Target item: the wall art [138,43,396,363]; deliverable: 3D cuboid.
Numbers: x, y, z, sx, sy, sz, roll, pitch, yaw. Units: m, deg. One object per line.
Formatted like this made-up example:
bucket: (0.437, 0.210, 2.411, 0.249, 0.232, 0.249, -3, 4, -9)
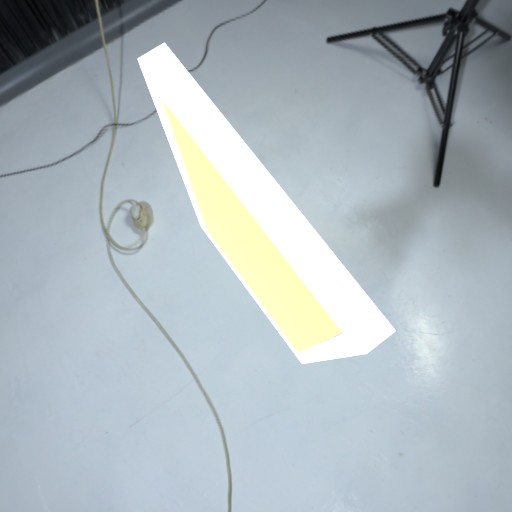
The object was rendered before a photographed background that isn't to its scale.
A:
wall art: (0.000, 0.000, 0.763, 0.038, 0.611, 0.408, -35, 78, -9)
